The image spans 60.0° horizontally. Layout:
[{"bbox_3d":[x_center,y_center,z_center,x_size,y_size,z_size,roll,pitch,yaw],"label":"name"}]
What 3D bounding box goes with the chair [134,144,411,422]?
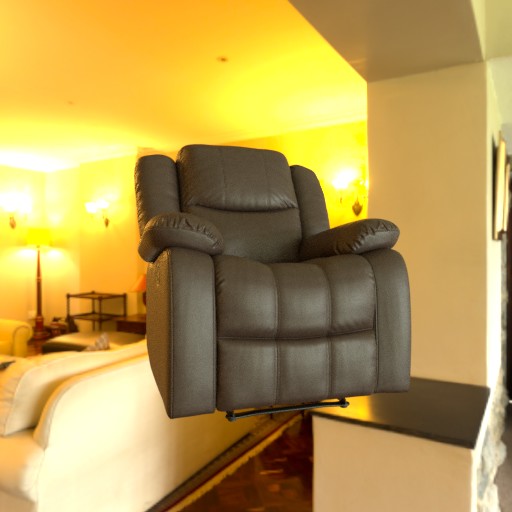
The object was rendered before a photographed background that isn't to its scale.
[{"bbox_3d":[0.000,0.000,1.753,0.899,1.009,0.934,0,0,-18],"label":"chair"}]
